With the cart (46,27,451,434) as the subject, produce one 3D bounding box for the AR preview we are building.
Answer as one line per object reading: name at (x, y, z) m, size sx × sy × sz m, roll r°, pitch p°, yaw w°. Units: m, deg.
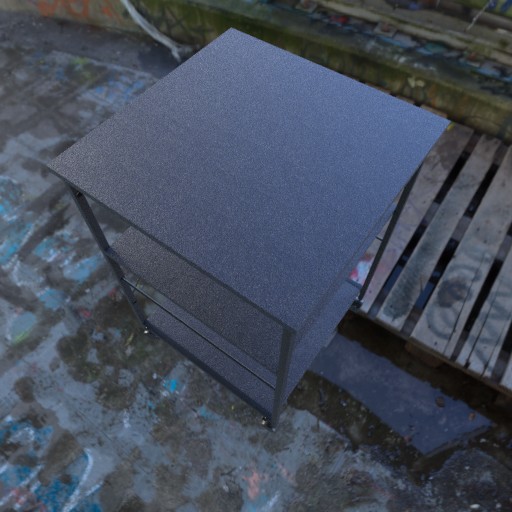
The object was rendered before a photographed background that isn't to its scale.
cart at (0.000, 0.000, 1.117) m, size 0.520 × 0.762 × 0.521 m, roll 32°, pitch 63°, yaw 19°
